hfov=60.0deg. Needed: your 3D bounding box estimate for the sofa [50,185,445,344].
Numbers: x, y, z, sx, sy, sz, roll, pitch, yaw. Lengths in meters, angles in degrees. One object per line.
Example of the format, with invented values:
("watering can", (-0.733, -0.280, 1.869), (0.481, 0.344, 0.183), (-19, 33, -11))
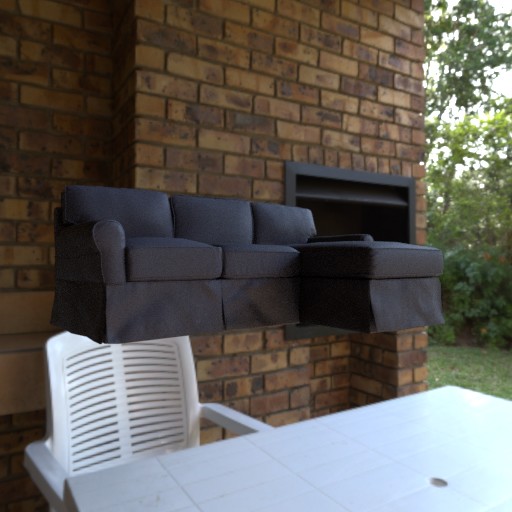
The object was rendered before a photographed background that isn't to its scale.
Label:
("sofa", (0.000, 0.000, 3.306), (2.518, 1.039, 1.637), (1, -1, -37))
